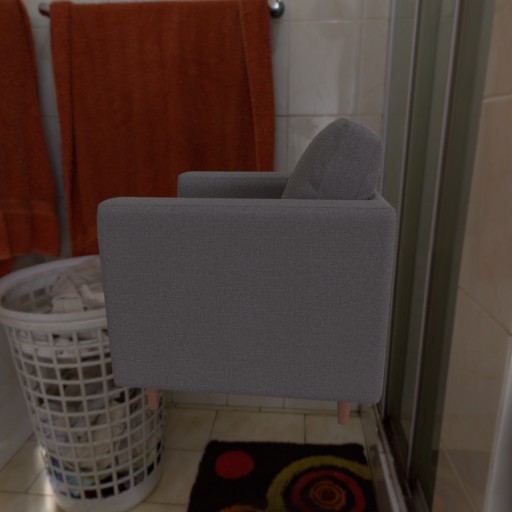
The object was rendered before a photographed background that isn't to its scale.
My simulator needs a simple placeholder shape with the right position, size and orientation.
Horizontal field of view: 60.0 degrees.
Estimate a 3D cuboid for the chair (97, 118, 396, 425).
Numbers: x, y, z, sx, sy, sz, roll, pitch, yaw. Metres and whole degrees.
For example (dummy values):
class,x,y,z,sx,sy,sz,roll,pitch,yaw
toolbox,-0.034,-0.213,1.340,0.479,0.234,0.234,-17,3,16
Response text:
class,x,y,z,sx,sy,sz,roll,pitch,yaw
chair,0.000,0.000,1.564,0.800,0.927,0.854,2,16,7
